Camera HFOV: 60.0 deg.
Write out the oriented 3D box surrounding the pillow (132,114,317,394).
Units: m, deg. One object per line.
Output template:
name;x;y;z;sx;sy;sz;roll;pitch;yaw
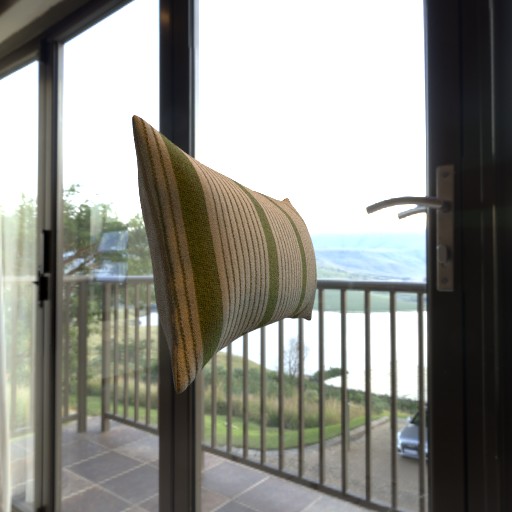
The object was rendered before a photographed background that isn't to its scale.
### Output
pillow;0.000;0.000;0.745;0.156;0.292;0.608;0;-1;20
